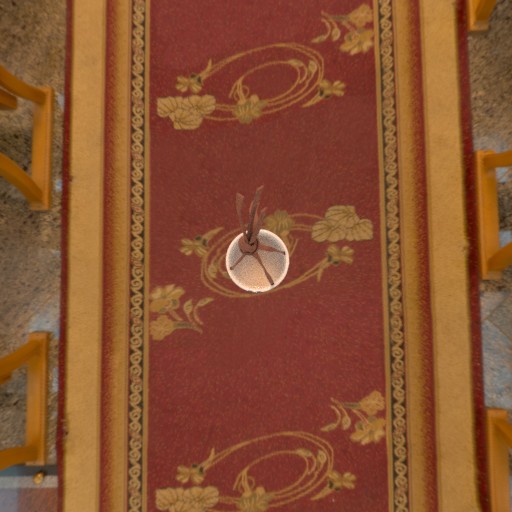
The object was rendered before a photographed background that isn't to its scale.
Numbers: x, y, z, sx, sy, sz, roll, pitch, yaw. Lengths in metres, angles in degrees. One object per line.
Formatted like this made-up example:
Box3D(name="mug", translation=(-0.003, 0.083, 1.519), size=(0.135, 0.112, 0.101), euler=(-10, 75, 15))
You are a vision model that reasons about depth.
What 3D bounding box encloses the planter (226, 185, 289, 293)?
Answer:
Box3D(name="planter", translation=(0.000, 0.000, 0.823), size=(0.153, 0.753, 0.157), euler=(0, 87, 1))
